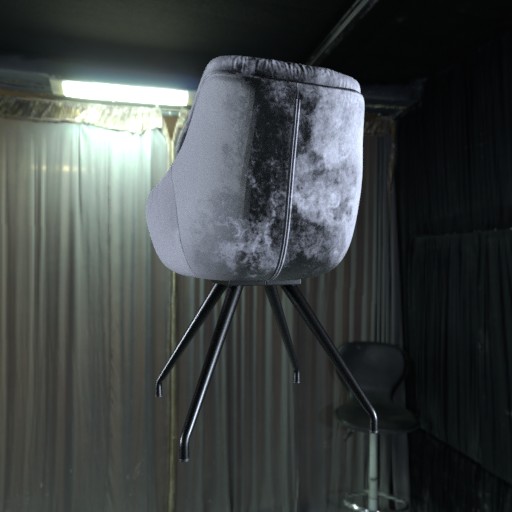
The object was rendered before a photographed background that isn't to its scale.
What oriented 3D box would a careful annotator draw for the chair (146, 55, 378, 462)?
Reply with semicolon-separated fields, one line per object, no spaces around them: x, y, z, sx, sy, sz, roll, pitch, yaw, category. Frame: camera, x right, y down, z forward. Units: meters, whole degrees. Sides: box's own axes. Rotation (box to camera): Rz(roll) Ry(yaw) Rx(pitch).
0.000;0.000;1.242;0.579;0.888;0.569;0;0;-19;chair
